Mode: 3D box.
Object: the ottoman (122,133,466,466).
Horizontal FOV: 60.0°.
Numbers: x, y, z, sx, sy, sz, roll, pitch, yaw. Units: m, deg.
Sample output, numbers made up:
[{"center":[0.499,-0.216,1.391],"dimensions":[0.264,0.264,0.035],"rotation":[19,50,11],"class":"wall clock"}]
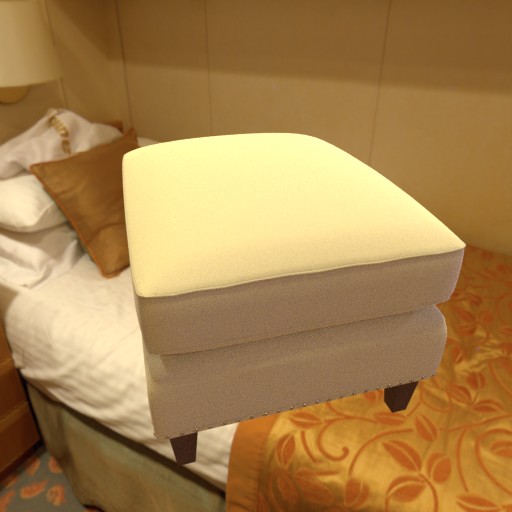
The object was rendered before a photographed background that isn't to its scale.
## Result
[{"center":[0.000,0.000,1.093],"dimensions":[0.584,0.513,0.741],"rotation":[-8,31,-14],"class":"ottoman"}]
